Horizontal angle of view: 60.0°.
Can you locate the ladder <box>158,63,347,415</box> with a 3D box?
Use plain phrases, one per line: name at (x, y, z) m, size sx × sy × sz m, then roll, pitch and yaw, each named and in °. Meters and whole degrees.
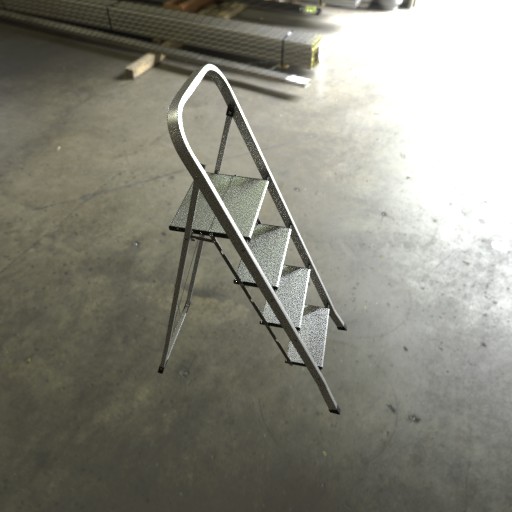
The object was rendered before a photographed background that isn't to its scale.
ladder at (0.000, 0.000, 1.647) m, size 0.830 × 1.290 × 0.465 m, roll 9°, pitch 46°, yaw 8°
